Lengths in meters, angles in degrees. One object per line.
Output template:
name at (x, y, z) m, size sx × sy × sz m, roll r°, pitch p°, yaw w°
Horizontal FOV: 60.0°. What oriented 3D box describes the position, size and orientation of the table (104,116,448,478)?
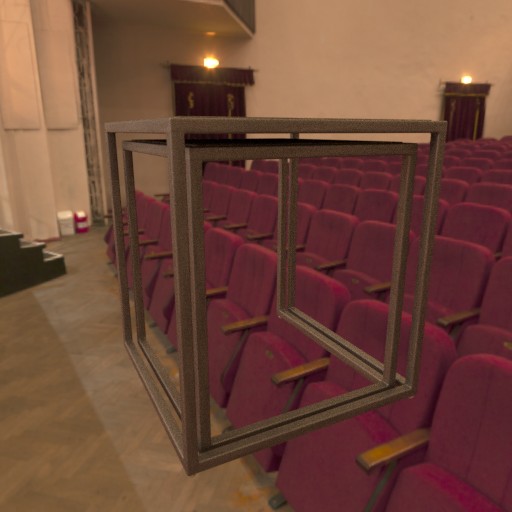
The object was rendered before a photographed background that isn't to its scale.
table at (0.000, 0.000, 0.857) m, size 0.450 × 0.500 × 0.449 m, roll -8°, pitch 18°, yaw -26°
